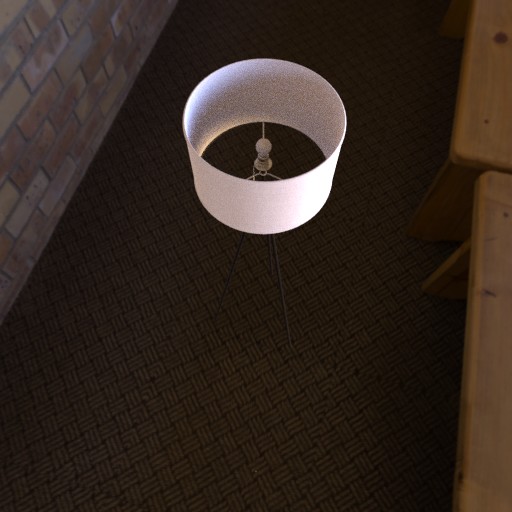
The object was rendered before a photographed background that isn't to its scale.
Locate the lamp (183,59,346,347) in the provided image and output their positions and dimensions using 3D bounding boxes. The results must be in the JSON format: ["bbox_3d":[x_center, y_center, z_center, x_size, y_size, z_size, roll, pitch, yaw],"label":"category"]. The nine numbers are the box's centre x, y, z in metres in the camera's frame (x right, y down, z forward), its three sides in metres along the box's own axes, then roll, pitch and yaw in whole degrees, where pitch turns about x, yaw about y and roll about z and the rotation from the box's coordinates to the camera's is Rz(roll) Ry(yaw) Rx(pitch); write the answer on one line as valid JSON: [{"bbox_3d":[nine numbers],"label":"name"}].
[{"bbox_3d":[0.000,0.000,1.795,0.458,1.545,0.448,-15,65,-7],"label":"lamp"}]
